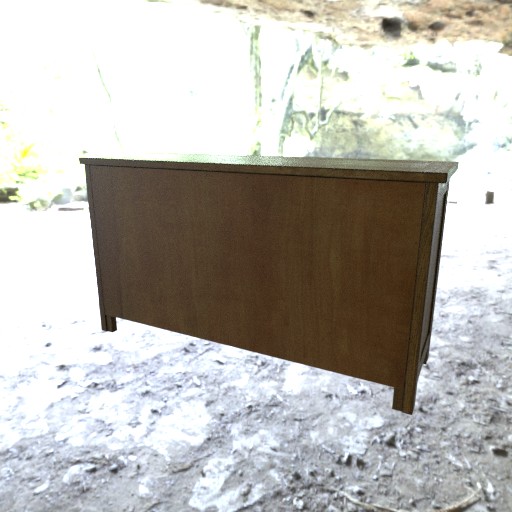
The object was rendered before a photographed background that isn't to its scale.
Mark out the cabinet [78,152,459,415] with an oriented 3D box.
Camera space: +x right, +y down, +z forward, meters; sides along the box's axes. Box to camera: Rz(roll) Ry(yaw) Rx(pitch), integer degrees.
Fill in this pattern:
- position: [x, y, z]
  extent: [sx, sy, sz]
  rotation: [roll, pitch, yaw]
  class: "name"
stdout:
- position: [0.000, 0.000, 1.902]
  extent: [1.474, 0.813, 0.480]
  rotation: [8, 18, 26]
  class: "cabinet"
